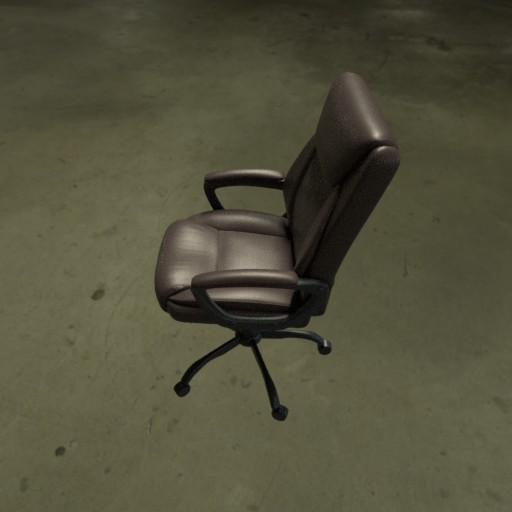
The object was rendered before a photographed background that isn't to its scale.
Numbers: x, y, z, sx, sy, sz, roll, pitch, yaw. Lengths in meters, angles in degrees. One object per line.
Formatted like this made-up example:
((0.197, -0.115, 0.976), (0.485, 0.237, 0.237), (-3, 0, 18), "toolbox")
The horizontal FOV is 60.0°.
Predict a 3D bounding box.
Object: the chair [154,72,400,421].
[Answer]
((0.000, 0.000, 1.475), (0.655, 1.072, 0.615), (-1, 42, -1), "chair")
